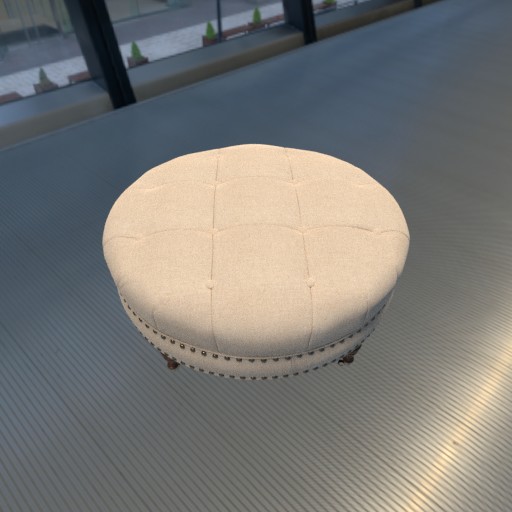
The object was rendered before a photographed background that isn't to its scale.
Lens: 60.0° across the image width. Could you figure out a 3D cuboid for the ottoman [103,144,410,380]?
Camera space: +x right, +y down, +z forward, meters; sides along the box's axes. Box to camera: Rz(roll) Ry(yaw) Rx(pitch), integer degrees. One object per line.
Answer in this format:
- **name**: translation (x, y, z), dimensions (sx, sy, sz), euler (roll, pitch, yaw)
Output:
- **ottoman**: translation (0.000, 0.000, 1.503), dimensions (0.940, 0.483, 0.940), euler (0, 42, 0)
